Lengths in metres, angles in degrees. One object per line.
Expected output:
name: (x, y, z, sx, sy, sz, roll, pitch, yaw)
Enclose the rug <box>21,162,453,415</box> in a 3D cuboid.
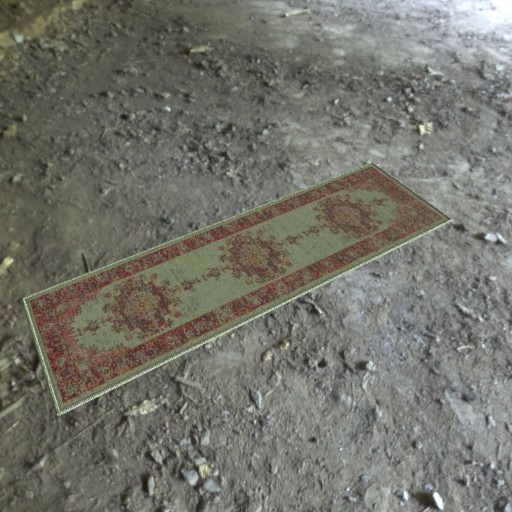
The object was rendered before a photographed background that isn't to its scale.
rug: (0.000, 0.000, 1.907, 1.824, 0.009, 0.562, -24, 50, -21)
